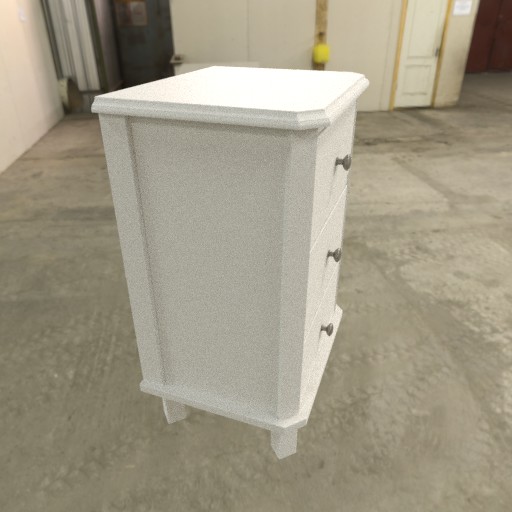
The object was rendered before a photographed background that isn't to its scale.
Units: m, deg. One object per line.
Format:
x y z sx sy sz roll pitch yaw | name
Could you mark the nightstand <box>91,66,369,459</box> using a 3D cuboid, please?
0.000 0.000 0.928 0.351 0.681 0.435 10 31 18 | nightstand
